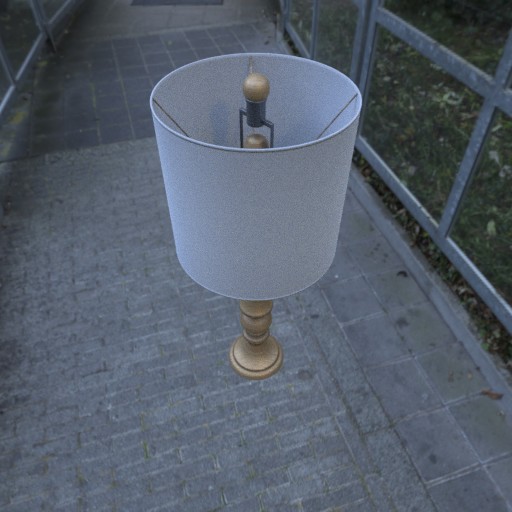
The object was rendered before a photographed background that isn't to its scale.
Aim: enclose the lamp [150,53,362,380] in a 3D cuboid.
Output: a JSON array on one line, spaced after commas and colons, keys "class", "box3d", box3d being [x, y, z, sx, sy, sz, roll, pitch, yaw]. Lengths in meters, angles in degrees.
[{"class": "lamp", "box3d": [0.000, 0.000, 0.726, 0.250, 0.597, 0.250, -2, 45, -2]}]
